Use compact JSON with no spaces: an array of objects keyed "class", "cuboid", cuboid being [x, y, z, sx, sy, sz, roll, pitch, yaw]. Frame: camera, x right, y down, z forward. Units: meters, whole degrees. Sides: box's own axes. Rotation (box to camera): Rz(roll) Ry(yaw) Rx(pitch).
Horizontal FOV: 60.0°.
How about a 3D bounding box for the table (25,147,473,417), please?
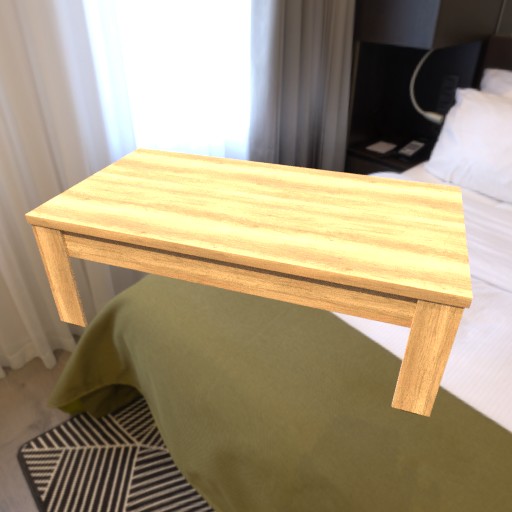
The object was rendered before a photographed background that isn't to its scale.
[{"class":"table","cuboid":[0.000,0.000,1.659,1.350,0.460,0.700,10,34,16]}]
